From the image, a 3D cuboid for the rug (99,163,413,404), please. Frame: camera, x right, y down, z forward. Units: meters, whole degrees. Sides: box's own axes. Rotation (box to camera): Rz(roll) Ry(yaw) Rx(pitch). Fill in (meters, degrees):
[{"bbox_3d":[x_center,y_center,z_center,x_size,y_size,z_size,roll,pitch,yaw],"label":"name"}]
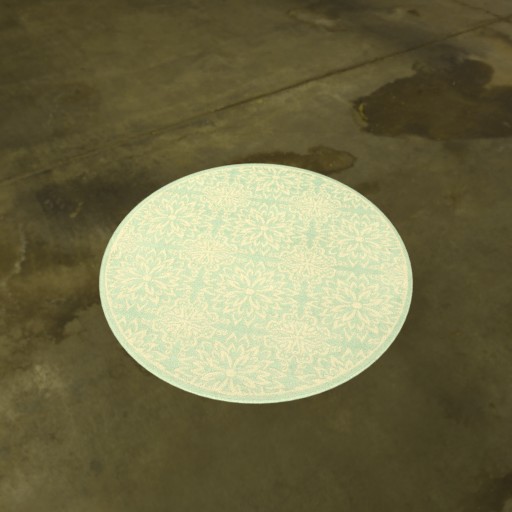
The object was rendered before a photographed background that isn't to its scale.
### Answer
[{"bbox_3d":[0.000,0.000,2.314,1.593,0.012,1.593,0,48,0],"label":"rug"}]
